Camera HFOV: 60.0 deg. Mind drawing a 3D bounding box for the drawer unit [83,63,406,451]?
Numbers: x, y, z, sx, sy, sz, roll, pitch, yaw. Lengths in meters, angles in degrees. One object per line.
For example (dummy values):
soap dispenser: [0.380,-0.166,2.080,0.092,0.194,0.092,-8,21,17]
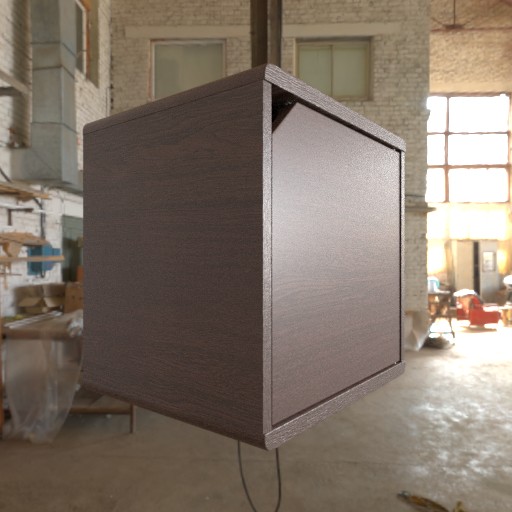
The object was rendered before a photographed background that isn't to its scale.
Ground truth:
drawer unit: [0.000,0.000,0.607,0.290,0.344,0.344,0,0,38]
